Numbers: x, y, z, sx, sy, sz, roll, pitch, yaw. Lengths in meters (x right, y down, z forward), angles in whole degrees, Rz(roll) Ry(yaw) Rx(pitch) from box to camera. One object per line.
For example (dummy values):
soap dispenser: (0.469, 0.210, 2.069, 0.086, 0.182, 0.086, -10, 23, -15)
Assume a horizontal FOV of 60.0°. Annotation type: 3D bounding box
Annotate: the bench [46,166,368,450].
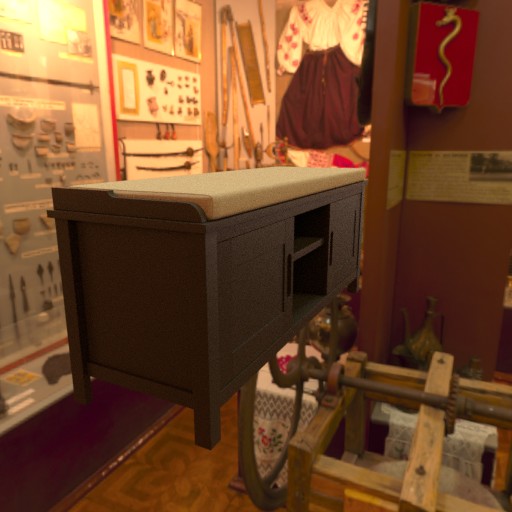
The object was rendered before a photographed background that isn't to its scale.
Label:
bench: (0.000, 0.000, 1.379, 0.398, 0.501, 1.140, 7, 16, 26)
